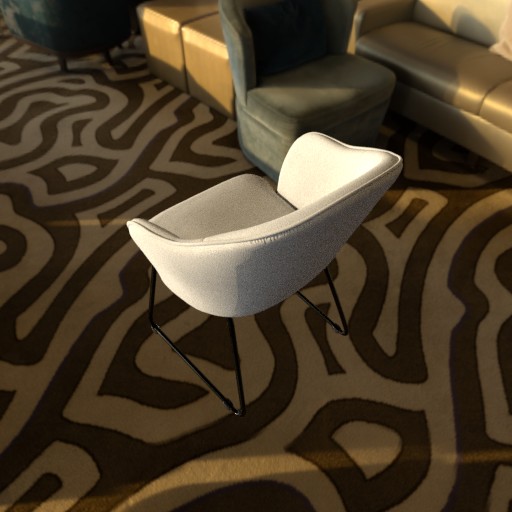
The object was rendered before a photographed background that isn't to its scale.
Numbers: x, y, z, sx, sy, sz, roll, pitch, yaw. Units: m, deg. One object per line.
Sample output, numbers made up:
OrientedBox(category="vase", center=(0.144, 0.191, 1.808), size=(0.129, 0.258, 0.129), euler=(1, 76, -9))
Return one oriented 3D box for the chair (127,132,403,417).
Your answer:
OrientedBox(category="chair", center=(0.000, 0.000, 1.204), size=(0.570, 0.817, 0.592), euler=(-32, 54, -27))
